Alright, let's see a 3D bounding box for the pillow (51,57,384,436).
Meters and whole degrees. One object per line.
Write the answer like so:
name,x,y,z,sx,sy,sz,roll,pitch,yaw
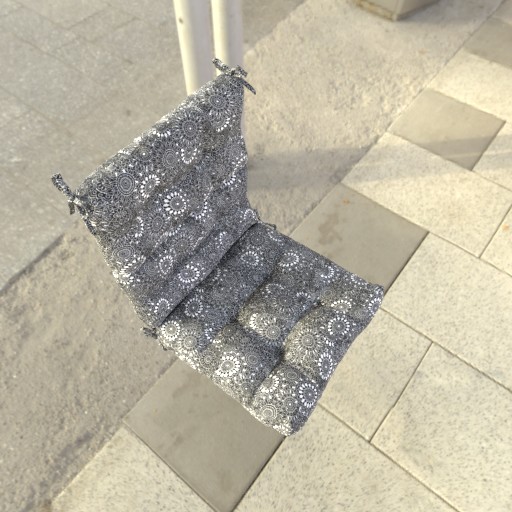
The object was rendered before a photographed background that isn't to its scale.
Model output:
pillow,0.000,0.000,1.037,0.571,0.605,0.519,31,62,19
